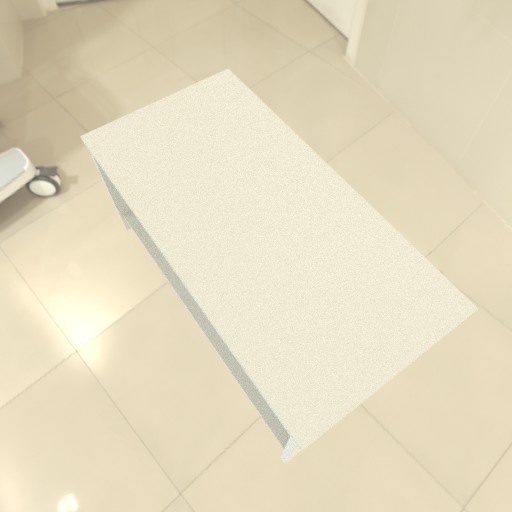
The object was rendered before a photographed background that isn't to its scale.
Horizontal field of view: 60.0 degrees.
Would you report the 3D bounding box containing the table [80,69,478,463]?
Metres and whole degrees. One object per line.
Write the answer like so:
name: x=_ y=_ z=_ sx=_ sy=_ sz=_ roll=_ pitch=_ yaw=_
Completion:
table: x=0.000 y=0.000 z=1.305 sx=0.500 sy=0.441 sz=1.000 roll=-32 pitch=65 yaw=-17
